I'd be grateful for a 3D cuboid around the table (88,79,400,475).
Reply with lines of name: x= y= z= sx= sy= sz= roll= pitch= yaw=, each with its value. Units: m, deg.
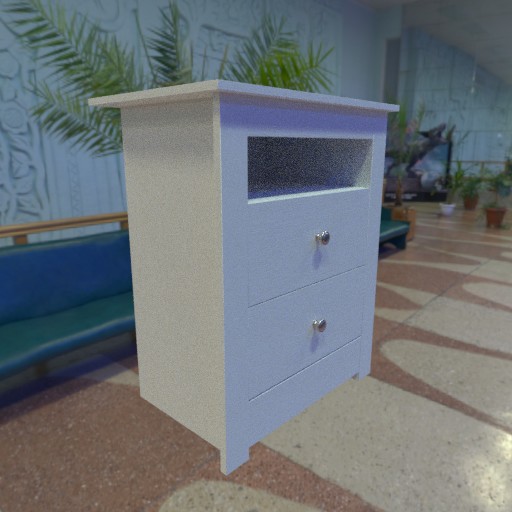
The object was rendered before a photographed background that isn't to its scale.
table: x=0.000 y=0.000 z=1.081 sx=0.406 sy=0.711 sz=0.589 roll=13 pitch=19 yaw=42
